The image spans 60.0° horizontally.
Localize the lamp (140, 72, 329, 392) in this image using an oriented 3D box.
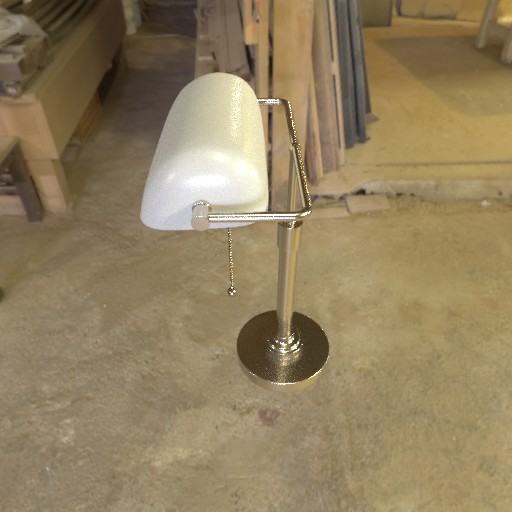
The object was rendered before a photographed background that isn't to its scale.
[{"bbox_3d":[0.000,0.000,0.568,0.227,0.404,0.269,-1,41,-1],"label":"lamp"}]
